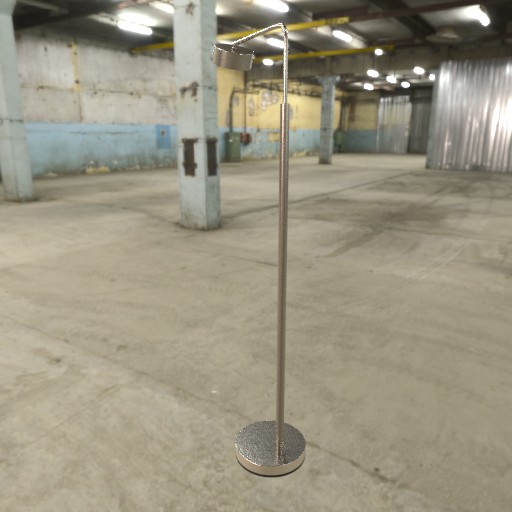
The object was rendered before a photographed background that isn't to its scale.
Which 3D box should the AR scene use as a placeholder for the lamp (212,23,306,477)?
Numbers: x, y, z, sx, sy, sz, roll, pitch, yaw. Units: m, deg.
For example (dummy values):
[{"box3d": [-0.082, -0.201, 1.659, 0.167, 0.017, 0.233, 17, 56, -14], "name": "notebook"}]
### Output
[{"box3d": [0.000, 0.000, 1.345, 0.222, 1.250, 0.421, -7, 16, -27], "name": "lamp"}]
